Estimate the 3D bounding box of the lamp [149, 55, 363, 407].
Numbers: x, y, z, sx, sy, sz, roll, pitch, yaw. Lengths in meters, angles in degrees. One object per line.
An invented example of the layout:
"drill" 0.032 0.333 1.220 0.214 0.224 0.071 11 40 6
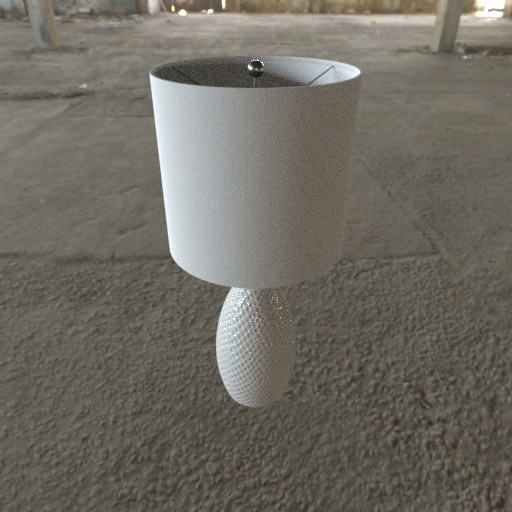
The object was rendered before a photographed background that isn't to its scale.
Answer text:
"lamp" 0.000 0.000 0.571 0.214 0.466 0.214 -2 31 -3
